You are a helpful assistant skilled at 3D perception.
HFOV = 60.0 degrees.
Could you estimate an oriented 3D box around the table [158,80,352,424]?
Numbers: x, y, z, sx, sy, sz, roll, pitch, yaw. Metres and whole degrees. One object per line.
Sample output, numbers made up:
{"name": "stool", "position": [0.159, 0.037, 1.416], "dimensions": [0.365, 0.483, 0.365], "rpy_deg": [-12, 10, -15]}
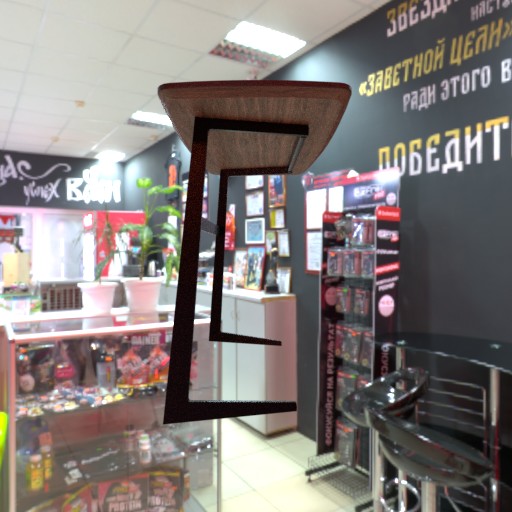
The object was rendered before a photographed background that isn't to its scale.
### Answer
{"name": "table", "position": [0.000, 0.000, 1.116], "dimensions": [0.361, 0.576, 0.804], "rpy_deg": [0, 1, 0]}
